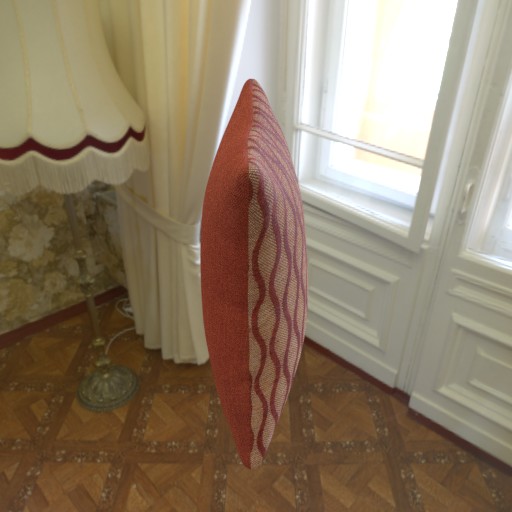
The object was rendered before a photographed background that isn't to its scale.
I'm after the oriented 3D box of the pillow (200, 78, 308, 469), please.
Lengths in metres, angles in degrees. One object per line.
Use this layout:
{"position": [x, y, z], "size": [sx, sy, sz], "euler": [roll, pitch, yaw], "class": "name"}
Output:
{"position": [0.000, 0.000, 0.664], "size": [0.159, 0.434, 0.429], "euler": [-1, 31, -1], "class": "pillow"}
